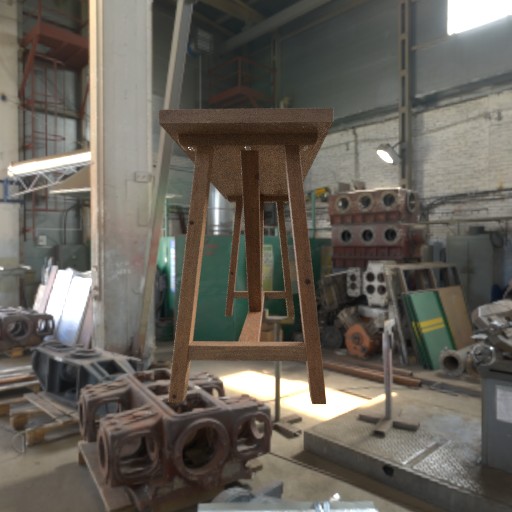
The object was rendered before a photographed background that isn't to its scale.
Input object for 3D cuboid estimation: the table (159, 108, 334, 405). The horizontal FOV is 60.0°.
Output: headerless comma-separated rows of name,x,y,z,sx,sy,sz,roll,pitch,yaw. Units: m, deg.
table,0.000,0.000,2.082,0.465,0.810,1.800,0,1,2
